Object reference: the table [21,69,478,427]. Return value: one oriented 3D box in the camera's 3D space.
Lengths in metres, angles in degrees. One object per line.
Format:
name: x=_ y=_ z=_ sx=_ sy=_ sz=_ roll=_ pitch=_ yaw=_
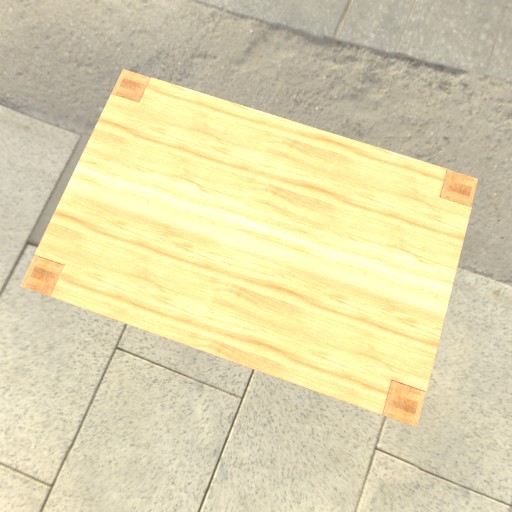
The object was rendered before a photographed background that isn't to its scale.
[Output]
table: x=0.000 y=0.000 z=1.930 sx=1.400 sy=0.760 sz=0.900 roll=19 pitch=77 yaw=4
